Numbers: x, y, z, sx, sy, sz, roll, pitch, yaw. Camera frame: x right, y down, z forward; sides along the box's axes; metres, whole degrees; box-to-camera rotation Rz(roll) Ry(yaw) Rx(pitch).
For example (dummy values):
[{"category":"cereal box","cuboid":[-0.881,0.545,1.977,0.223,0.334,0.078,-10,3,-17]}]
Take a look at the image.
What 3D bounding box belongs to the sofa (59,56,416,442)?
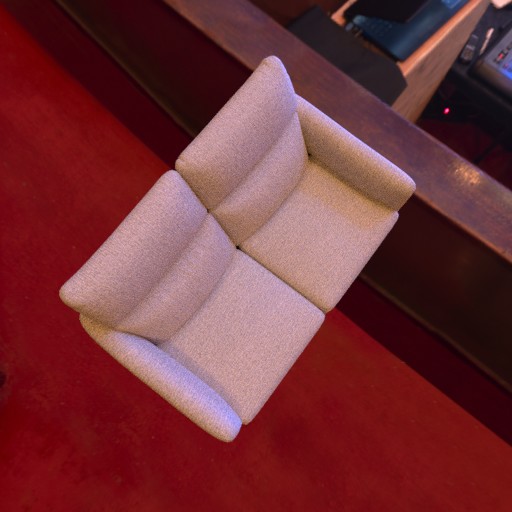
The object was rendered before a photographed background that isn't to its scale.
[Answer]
[{"category":"sofa","cuboid":[0.000,0.000,2.156,0.905,0.950,1.540,37,79,9]}]
